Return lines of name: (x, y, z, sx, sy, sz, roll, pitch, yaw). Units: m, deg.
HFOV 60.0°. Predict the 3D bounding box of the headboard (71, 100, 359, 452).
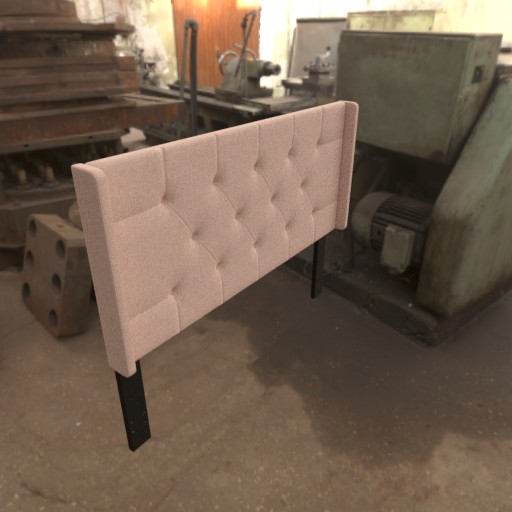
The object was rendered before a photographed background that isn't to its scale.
headboard: (0.000, 0.000, 2.620, 0.184, 1.524, 2.051, 19, 33, 33)
